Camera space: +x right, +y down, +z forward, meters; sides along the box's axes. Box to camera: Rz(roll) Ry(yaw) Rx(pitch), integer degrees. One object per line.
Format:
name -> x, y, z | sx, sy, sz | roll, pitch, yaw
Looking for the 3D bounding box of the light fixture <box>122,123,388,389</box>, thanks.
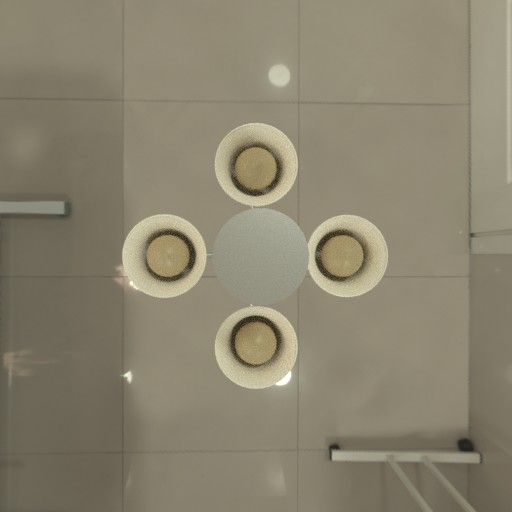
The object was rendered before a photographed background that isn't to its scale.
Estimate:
light fixture -> 0.000, 0.000, 0.735 | 0.427, 0.370, 0.427 | 0, 90, -2
